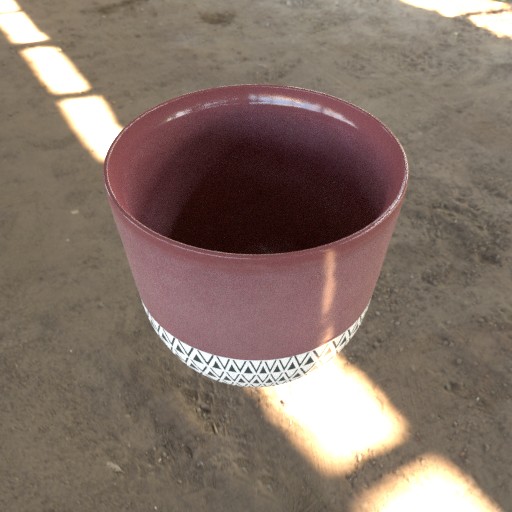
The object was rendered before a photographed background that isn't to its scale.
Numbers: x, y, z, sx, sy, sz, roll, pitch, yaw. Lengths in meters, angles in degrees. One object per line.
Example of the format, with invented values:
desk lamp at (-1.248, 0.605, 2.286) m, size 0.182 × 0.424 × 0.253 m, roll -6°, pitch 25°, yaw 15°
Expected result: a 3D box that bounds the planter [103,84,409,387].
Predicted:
planter at (0.000, 0.000, 0.491) m, size 0.266 × 0.270 × 0.266 m, roll 0°, pitch 46°, yaw 0°
